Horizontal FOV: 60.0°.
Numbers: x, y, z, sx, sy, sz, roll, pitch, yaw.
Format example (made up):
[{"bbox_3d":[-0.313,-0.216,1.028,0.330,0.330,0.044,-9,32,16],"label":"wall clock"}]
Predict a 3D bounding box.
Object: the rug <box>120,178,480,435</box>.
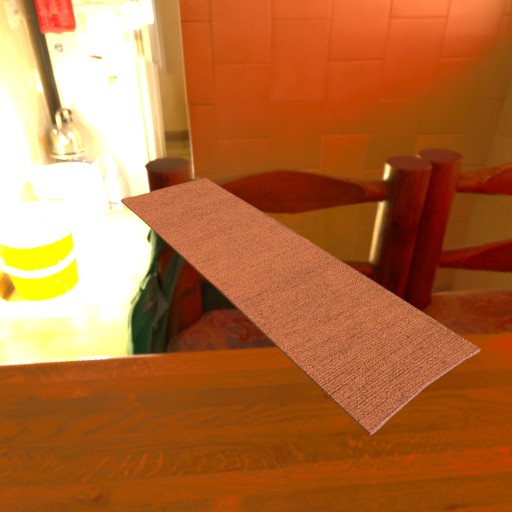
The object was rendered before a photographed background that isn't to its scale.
[{"bbox_3d":[0.000,0.000,2.484,0.692,0.032,2.320,-21,38,-29],"label":"rug"}]
